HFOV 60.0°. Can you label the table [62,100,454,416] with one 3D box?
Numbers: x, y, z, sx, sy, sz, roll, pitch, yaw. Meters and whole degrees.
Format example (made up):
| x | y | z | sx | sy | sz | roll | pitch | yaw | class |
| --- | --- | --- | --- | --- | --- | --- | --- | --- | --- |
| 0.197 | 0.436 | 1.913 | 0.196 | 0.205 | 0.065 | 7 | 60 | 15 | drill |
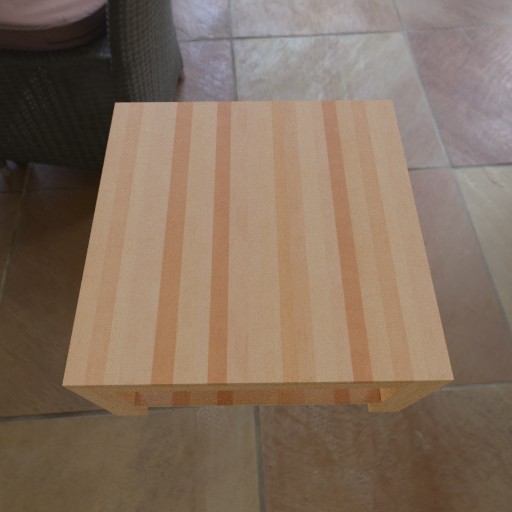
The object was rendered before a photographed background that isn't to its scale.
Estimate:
| x | y | z | sx | sy | sz | roll | pitch | yaw | class |
| --- | --- | --- | --- | --- | --- | --- | --- | --- | --- |
| 0.000 | 0.000 | 1.426 | 0.900 | 0.450 | 0.900 | -1 | 62 | 0 | table |
